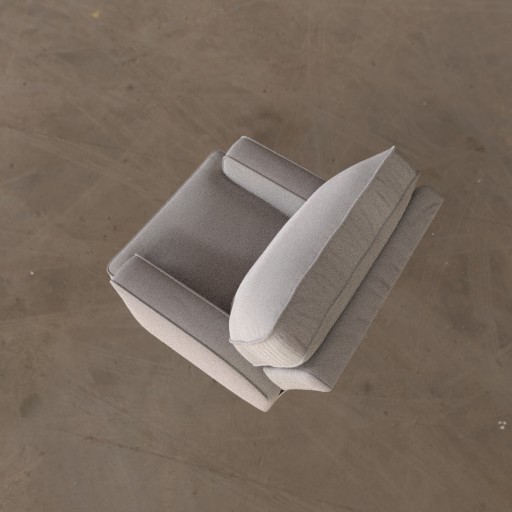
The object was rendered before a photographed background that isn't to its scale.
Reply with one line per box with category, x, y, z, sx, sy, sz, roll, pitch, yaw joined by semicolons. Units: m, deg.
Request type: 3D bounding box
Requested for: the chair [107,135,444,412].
chair;0.000;0.000;1.722;0.969;0.964;0.861;31;67;15
